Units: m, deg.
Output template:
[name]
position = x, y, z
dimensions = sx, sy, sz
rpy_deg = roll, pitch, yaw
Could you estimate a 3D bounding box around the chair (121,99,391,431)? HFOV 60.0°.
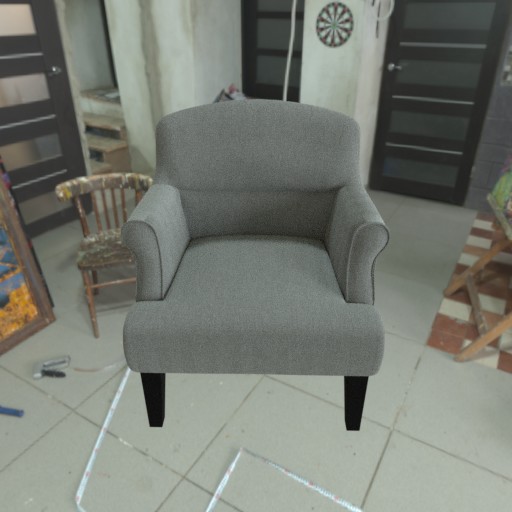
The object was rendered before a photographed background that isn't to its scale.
[chair]
position = 0.000, 0.000, 1.482
dimensions = 0.772, 0.880, 0.755
rpy_deg = 1, 30, 1
